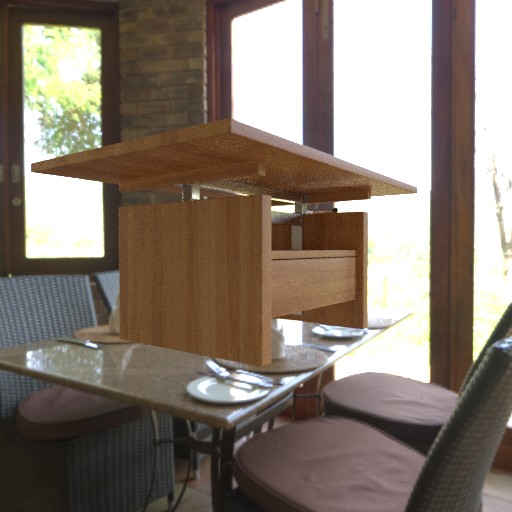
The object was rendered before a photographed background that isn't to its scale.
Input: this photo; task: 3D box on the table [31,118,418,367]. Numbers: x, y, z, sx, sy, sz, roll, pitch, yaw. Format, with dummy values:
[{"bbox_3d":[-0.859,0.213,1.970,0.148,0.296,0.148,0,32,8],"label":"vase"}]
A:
[{"bbox_3d":[0.000,0.000,1.433,0.700,0.510,1.100,1,1,36],"label":"table"}]
